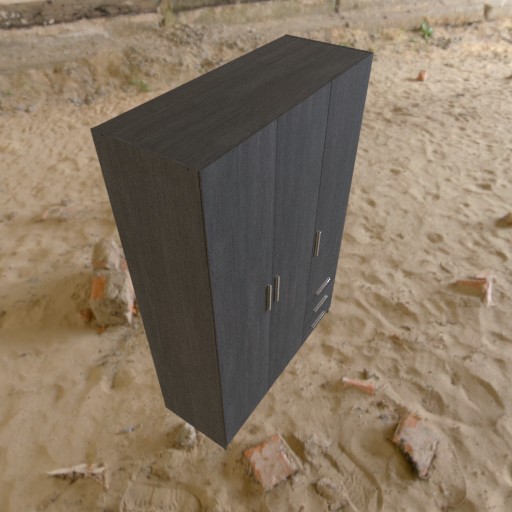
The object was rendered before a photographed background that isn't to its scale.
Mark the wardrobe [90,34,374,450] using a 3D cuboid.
[{"bbox_3d":[0.000,0.000,2.468,0.510,1.910,1.290,25,48,25],"label":"wardrobe"}]
